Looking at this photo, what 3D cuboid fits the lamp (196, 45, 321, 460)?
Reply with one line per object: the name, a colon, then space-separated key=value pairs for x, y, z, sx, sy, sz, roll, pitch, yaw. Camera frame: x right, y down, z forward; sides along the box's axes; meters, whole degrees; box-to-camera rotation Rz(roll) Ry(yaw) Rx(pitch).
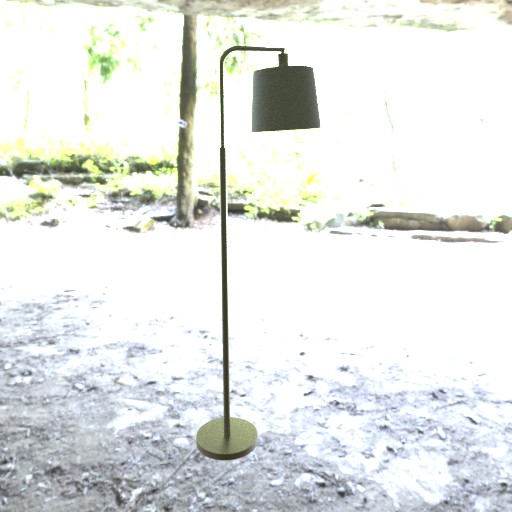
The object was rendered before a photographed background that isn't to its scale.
lamp: x=0.000 y=0.000 z=1.668 sx=0.508 sy=1.478 sz=0.254 roll=-7 pitch=14 yaw=-28
